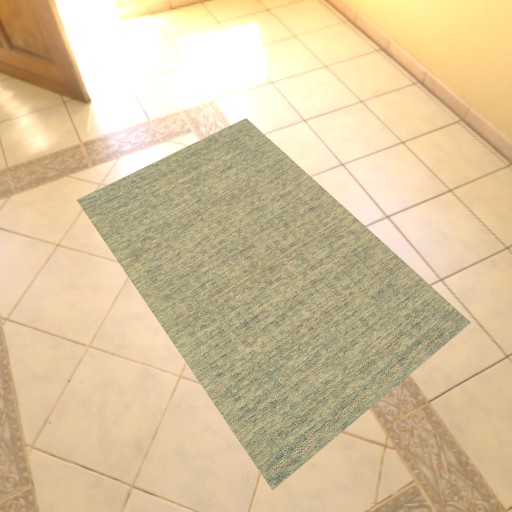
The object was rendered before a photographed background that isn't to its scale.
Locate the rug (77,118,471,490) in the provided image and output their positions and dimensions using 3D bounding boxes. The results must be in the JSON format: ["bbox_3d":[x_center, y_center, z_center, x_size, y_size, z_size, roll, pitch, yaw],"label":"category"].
[{"bbox_3d":[0.000,0.000,2.222,1.142,0.006,1.752,-32,62,-19],"label":"rug"}]
